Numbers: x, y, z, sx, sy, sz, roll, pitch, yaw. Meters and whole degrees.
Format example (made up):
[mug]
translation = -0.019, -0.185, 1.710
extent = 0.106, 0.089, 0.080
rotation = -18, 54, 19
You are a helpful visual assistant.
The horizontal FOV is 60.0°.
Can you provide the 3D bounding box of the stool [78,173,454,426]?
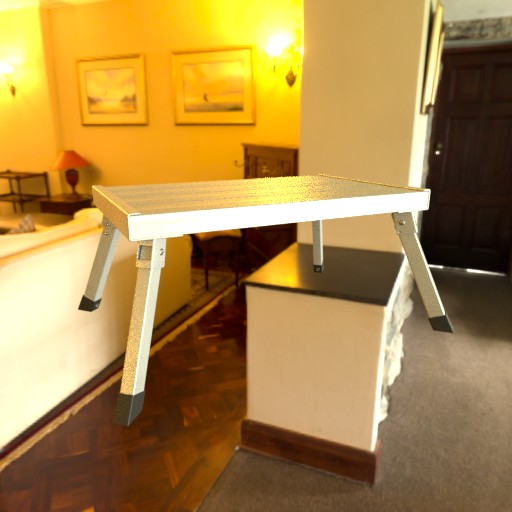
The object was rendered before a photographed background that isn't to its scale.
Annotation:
[stool]
translation = 0.000, 0.000, 0.728
extent = 0.535, 0.225, 0.385
rotation = -8, 18, -26
